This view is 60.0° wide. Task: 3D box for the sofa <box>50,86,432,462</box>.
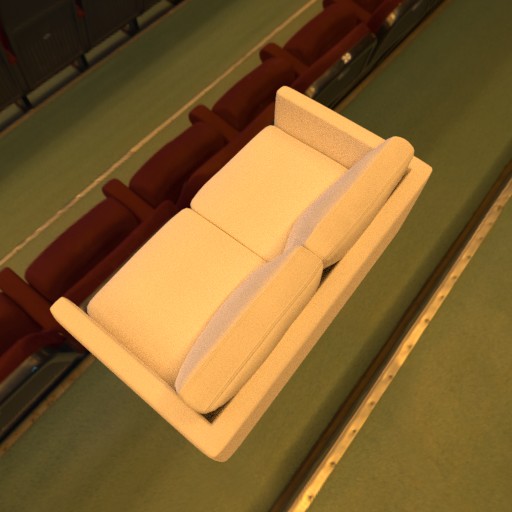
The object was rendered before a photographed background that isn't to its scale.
[{"bbox_3d":[0.000,0.000,2.247,0.964,0.888,1.702,35,69,16],"label":"sofa"}]
